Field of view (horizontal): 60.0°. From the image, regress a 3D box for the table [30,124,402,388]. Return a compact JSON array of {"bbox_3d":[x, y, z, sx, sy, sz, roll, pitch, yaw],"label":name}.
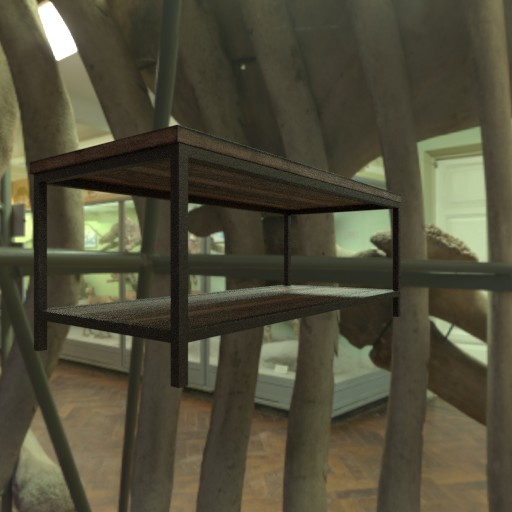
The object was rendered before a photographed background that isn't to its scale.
[{"bbox_3d":[0.000,0.000,1.197,0.452,0.399,0.990,0,0,37],"label":"table"}]
